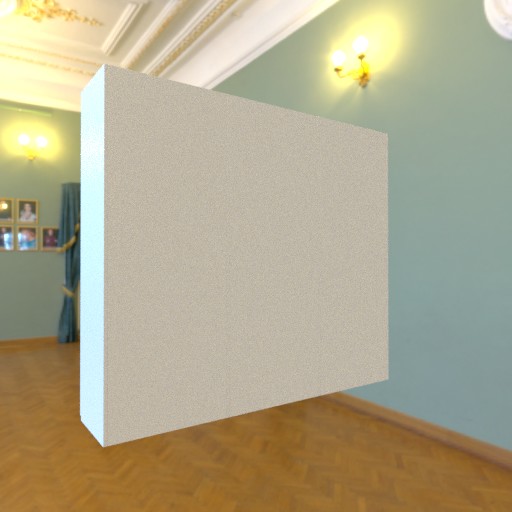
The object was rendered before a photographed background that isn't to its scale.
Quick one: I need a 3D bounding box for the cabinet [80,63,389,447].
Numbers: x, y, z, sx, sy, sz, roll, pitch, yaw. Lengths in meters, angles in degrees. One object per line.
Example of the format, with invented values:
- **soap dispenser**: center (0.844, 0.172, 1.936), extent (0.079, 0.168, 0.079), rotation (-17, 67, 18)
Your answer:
- **cabinet**: center (0.000, 0.000, 3.749), extent (2.700, 2.370, 0.590), rotation (0, -1, -35)
